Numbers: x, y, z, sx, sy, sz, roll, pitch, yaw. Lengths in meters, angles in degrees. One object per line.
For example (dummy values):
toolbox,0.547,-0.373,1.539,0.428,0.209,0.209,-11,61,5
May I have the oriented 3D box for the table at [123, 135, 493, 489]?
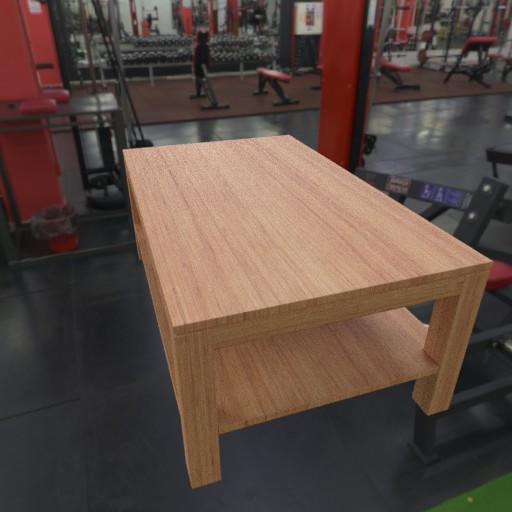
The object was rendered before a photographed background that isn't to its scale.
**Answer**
table,0.000,0.000,1.446,0.695,0.457,1.146,-10,31,-16
